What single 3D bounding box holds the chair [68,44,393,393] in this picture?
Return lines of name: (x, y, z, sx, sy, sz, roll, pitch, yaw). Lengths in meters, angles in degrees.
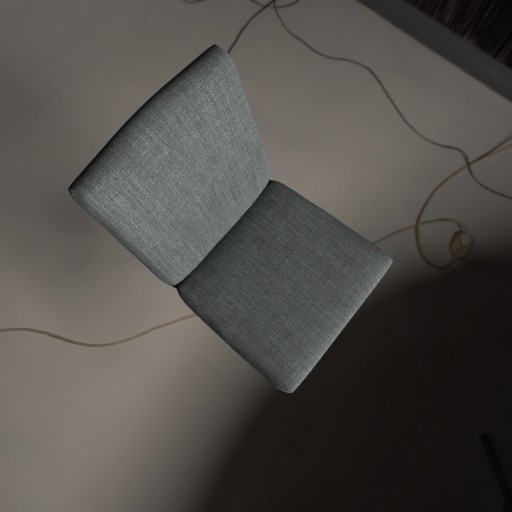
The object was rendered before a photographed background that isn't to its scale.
chair: (0.000, 0.000, 1.263, 0.629, 0.884, 0.487, 38, 78, 10)
